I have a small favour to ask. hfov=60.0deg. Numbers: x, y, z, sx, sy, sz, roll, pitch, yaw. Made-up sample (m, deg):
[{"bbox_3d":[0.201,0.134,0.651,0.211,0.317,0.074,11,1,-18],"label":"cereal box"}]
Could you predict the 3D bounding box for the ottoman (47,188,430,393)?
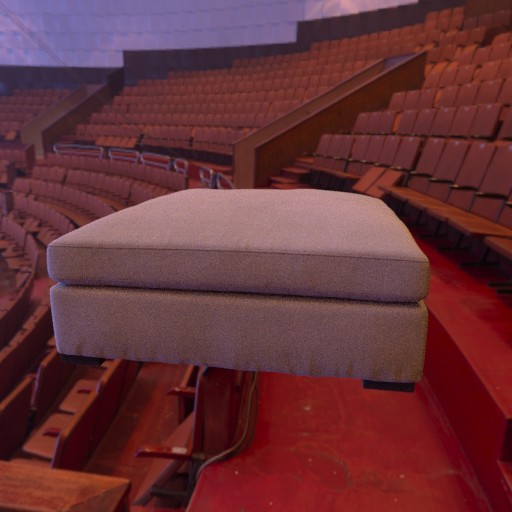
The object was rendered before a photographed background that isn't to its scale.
[{"bbox_3d":[0.000,0.000,1.863,1.203,0.517,1.171,2,15,9],"label":"ottoman"}]
